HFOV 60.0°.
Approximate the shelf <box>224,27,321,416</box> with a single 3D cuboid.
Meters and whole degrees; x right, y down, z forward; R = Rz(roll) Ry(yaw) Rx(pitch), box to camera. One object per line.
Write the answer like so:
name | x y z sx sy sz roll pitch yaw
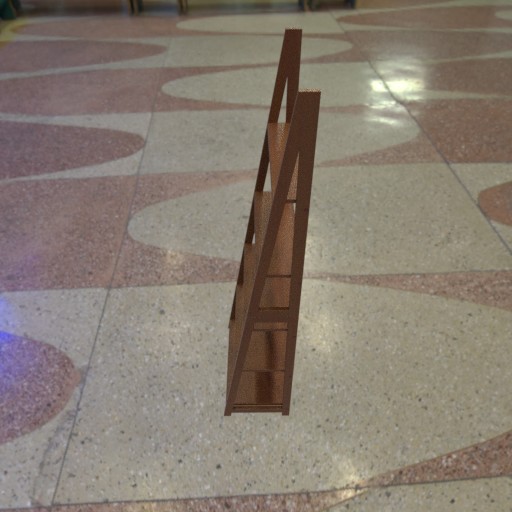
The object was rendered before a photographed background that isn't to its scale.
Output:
shelf | 0.000 0.000 2.052 0.356 1.780 0.630 0 42 0
